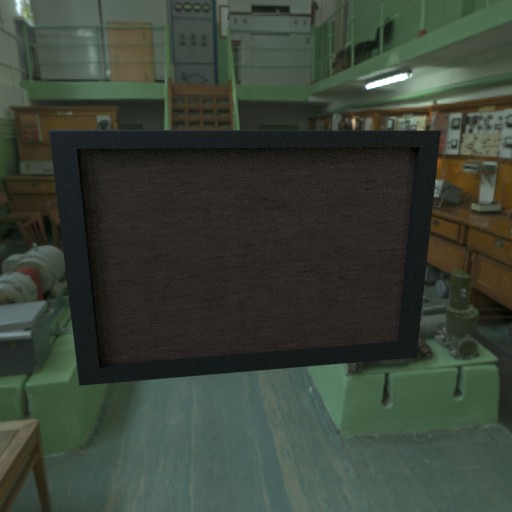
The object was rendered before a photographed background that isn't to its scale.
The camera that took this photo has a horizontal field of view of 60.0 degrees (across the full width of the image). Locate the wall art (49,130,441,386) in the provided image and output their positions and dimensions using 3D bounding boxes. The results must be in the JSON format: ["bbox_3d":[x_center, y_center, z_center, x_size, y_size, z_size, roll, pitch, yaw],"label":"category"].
[{"bbox_3d":[0.000,0.000,0.835,0.671,0.456,0.051,-2,16,-9],"label":"wall art"}]
